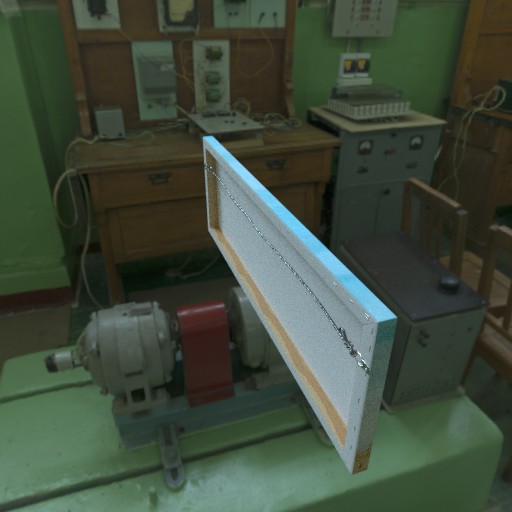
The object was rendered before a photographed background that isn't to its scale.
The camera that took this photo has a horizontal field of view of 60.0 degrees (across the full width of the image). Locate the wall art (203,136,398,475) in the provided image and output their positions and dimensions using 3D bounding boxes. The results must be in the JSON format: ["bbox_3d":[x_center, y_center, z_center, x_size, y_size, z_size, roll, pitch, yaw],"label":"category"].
[{"bbox_3d":[0.000,0.000,0.823,0.044,0.254,0.759,-10,31,-17],"label":"wall art"}]
